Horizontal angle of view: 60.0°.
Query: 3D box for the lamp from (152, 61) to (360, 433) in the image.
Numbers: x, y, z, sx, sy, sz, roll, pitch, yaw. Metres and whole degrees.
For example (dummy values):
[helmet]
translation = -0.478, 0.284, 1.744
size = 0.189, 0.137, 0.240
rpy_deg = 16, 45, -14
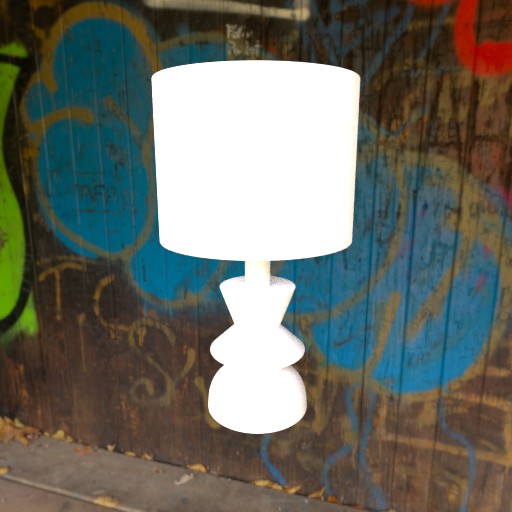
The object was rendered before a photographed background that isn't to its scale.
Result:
[lamp]
translation = 0.000, 0.000, 0.717
size = 0.301, 0.533, 0.301
rpy_deg = -3, 14, -11
